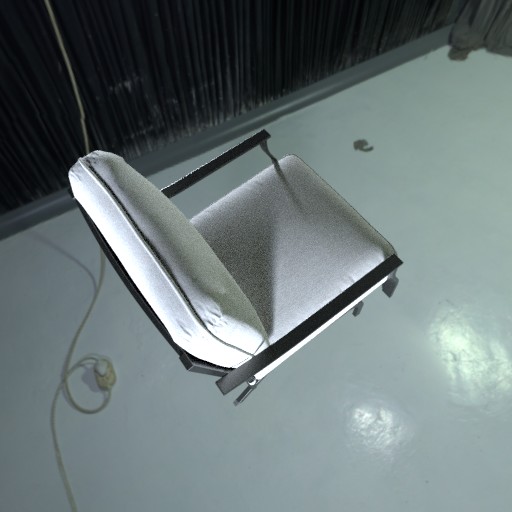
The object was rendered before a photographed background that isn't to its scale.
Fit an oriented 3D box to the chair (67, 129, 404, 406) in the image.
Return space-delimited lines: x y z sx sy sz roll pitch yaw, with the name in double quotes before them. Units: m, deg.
"chair" 0.000 0.000 1.407 0.787 0.860 0.650 -33 65 -17
